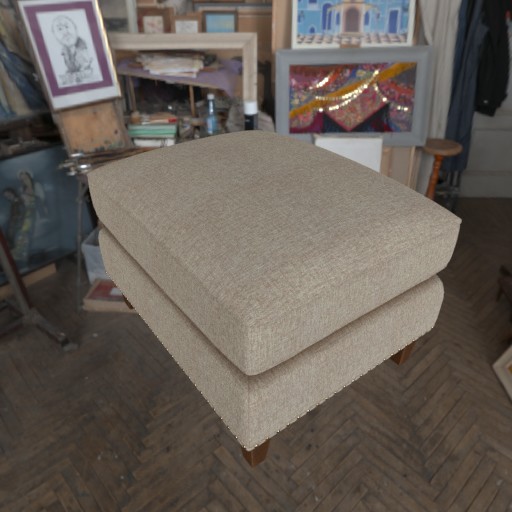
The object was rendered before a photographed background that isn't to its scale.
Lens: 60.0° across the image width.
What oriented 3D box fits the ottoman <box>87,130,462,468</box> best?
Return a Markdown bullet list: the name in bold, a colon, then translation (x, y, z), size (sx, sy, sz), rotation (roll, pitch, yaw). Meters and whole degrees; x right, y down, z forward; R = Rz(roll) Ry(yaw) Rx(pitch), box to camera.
- **ottoman**: translation (0.000, 0.000, 1.141), size (0.584, 0.513, 0.741), rotation (-22, 39, -30)
